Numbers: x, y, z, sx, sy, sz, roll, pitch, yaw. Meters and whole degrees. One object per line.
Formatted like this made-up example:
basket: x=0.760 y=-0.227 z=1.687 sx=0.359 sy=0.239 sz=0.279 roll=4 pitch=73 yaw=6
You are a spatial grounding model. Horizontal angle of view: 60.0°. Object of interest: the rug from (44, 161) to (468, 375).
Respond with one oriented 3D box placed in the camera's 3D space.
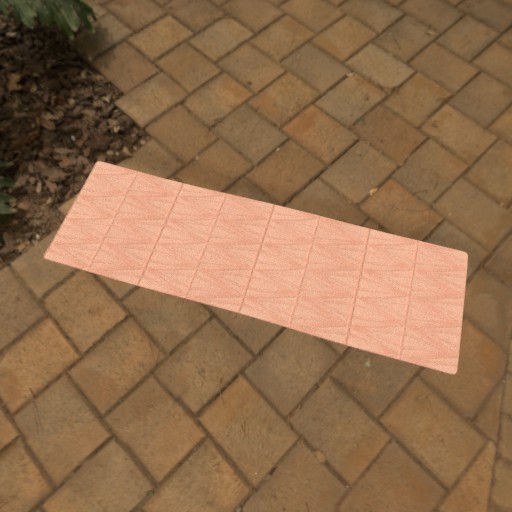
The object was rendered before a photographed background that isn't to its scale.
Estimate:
rug: x=0.000 y=0.000 z=2.647 sx=2.435 sy=0.015 sz=0.760 roll=15 pitch=65 yaw=7
